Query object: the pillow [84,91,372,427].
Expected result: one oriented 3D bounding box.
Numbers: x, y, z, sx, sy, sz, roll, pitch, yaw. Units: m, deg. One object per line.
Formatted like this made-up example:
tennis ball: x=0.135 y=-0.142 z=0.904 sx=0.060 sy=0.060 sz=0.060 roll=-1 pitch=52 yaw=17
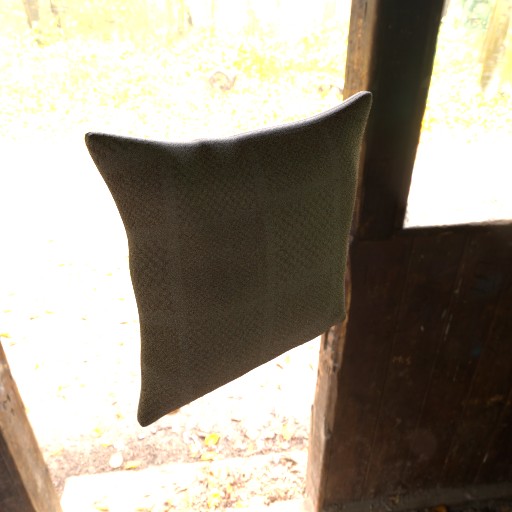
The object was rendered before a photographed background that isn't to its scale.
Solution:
pillow: x=0.000 y=0.000 z=0.668 sx=0.436 sy=0.432 sz=0.138 roll=-20 pitch=35 yaw=-31
